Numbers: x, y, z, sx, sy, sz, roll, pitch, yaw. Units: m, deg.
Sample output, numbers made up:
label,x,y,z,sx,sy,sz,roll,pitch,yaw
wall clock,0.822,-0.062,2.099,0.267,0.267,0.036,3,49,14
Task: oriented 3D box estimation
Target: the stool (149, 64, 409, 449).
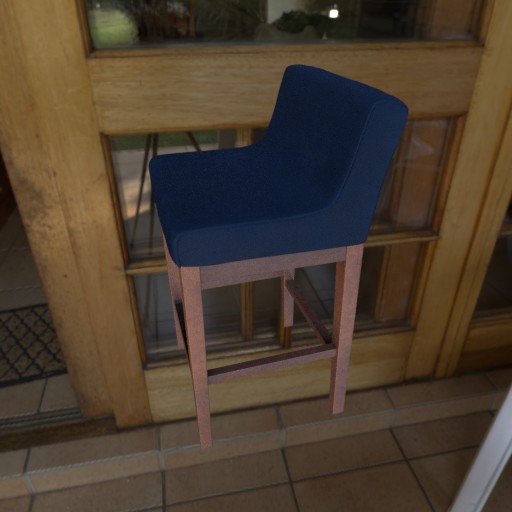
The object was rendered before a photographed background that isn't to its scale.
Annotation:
label,x,y,z,sx,sy,sz,roll,pitch,yaw
stool,0.000,0.000,1.264,0.516,0.945,0.511,-9,32,-15
